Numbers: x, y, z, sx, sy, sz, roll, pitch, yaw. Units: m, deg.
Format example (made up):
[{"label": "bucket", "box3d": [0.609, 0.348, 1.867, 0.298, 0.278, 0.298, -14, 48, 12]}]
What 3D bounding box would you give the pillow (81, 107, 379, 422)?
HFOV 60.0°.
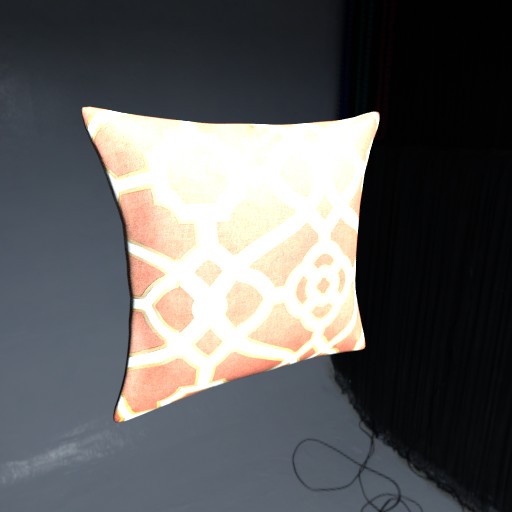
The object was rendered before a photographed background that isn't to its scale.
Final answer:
[{"label": "pillow", "box3d": [0.000, 0.000, 0.809, 0.552, 0.508, 0.166, -9, 18, -27]}]
